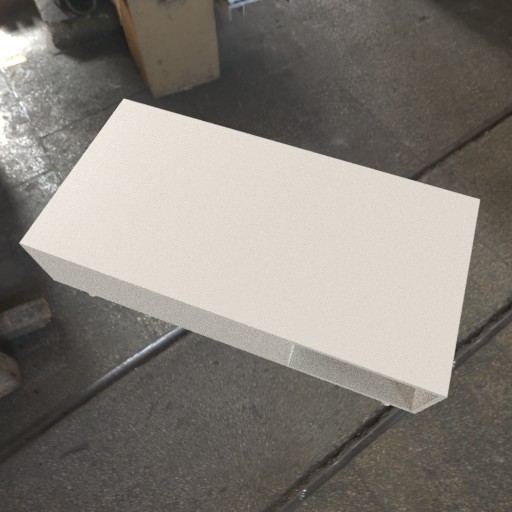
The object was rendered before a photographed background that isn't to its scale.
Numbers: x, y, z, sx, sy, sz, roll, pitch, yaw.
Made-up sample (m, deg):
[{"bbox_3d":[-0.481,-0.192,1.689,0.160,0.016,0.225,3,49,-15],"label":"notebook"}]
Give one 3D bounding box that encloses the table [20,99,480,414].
[{"bbox_3d":[0.000,0.000,1.471,1.194,0.432,0.609,18,63,10],"label":"table"}]
